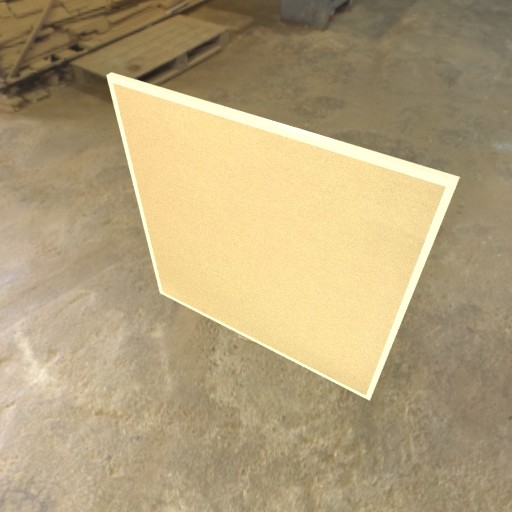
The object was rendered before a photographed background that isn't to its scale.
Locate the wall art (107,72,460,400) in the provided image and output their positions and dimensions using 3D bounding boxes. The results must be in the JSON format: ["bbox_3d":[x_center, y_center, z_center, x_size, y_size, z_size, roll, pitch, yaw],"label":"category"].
[{"bbox_3d":[0.000,0.000,0.822,0.557,0.557,0.012,23,50,21],"label":"wall art"}]
